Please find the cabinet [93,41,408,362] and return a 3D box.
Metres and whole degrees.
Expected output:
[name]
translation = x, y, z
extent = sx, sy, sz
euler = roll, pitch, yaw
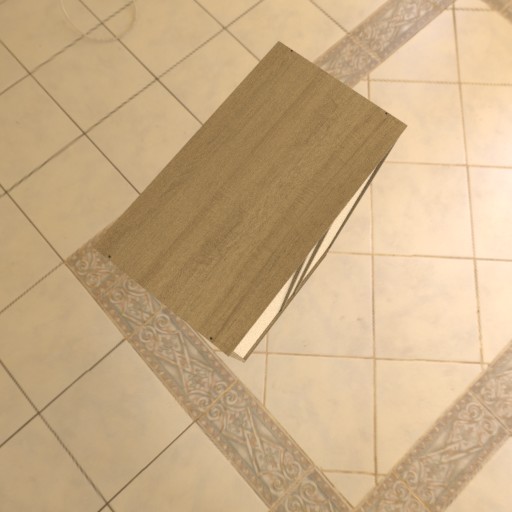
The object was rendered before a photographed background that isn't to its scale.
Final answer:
[cabinet]
translation = 0.000, 0.000, 2.475
extent = 0.571, 1.999, 1.006
euler = 37, 79, 9
